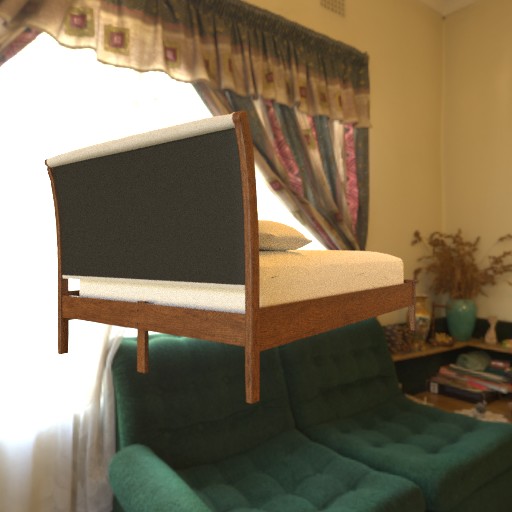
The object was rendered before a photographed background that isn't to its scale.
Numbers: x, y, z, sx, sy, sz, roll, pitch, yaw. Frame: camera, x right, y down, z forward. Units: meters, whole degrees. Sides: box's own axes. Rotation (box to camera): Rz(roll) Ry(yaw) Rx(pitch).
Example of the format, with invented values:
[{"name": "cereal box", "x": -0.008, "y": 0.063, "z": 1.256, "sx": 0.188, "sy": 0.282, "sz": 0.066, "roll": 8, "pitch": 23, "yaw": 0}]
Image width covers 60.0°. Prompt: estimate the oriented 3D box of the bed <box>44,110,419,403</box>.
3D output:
[{"name": "bed", "x": 0.000, "y": 0.000, "z": 3.221, "sx": 1.612, "sy": 1.250, "sz": 2.380, "roll": 0, "pitch": 1, "yaw": 37}]
